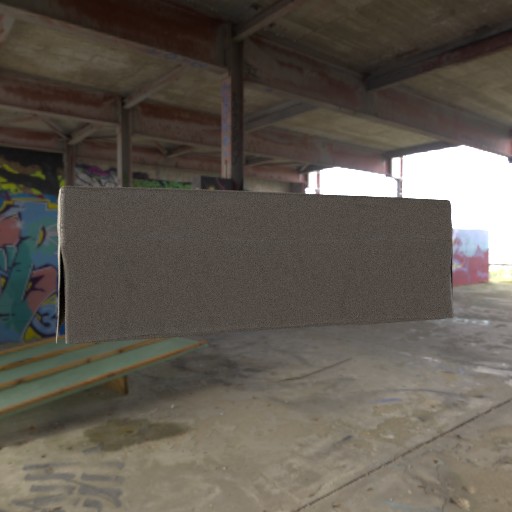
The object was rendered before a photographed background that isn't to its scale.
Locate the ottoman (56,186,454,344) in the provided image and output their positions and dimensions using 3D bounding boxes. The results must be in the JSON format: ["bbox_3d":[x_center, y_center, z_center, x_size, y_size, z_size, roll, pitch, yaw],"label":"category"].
[{"bbox_3d":[0.000,0.000,1.718,1.388,0.457,0.665,-1,2,-18],"label":"ottoman"}]
